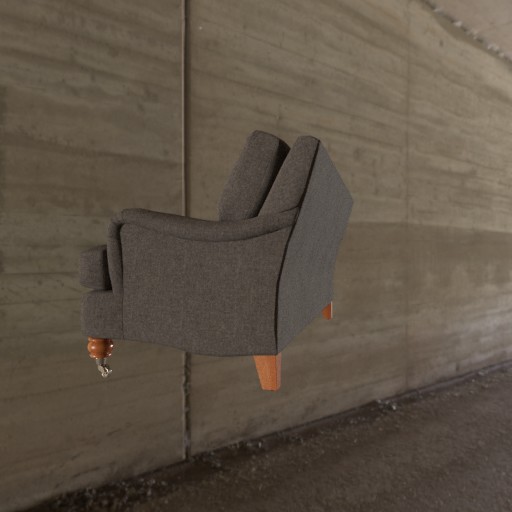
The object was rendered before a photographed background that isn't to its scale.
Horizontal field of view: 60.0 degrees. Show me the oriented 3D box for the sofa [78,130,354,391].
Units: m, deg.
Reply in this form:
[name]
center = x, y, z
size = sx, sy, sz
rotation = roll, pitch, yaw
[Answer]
[sofa]
center = 0.000, 0.000, 2.798
size = 1.087, 1.054, 2.160
rotation = 0, 1, 16
